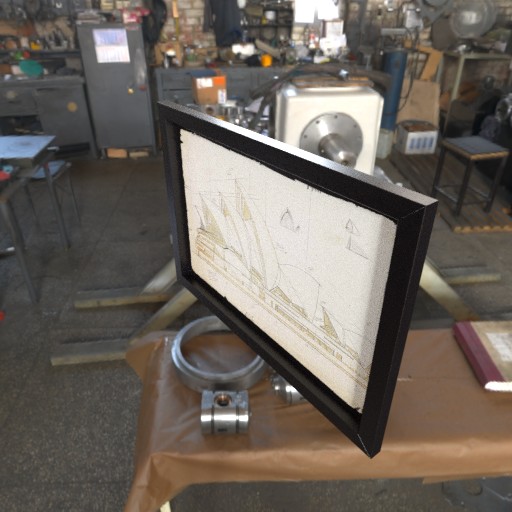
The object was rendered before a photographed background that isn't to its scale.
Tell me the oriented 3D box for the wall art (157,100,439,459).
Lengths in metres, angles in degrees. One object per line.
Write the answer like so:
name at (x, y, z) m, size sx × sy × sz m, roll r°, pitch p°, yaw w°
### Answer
wall art at (0.000, 0.000, 0.841) m, size 0.027 × 0.458 × 0.657 m, roll -22°, pitch 37°, yaw -31°
